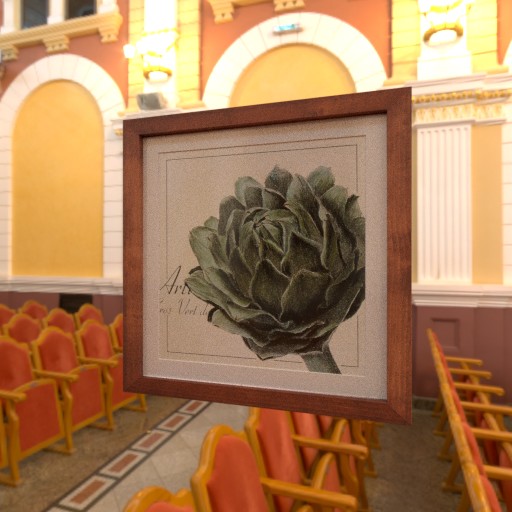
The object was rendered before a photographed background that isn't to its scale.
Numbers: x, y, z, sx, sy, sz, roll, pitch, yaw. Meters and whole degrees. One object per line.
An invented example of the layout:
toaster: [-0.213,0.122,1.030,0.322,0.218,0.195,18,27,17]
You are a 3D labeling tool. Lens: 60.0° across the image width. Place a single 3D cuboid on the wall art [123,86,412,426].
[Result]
wall art: [0.000,0.000,0.583,0.386,0.385,0.038,0,0,19]
